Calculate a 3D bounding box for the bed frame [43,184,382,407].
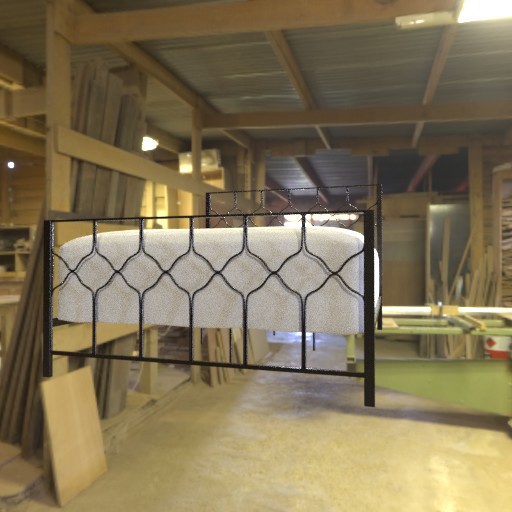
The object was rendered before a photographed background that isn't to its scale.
[{"bbox_3d":[0.000,0.000,2.972,1.597,1.222,2.063,0,-1,17],"label":"bed frame"}]
